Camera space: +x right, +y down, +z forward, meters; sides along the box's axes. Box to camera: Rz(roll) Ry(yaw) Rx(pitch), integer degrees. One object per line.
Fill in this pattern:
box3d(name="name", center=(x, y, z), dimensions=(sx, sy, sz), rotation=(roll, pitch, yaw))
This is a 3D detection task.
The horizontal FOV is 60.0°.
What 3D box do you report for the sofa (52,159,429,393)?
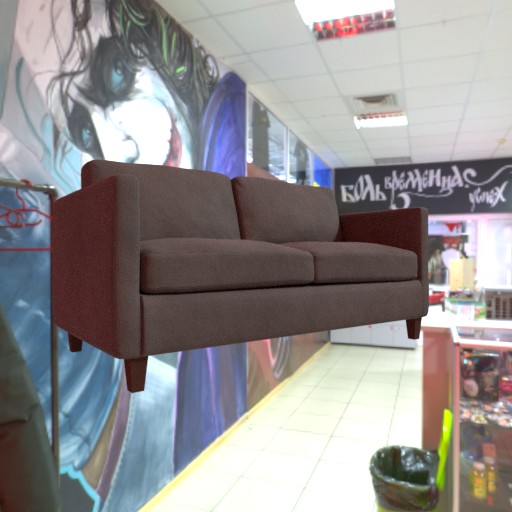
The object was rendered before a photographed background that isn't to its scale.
box3d(name="sofa", center=(0.000, 0.000, 2.405), dimensions=(1.884, 0.963, 0.950), rotation=(0, 0, -36))
